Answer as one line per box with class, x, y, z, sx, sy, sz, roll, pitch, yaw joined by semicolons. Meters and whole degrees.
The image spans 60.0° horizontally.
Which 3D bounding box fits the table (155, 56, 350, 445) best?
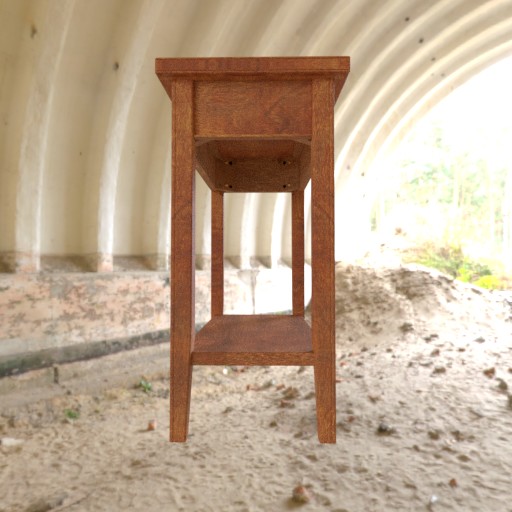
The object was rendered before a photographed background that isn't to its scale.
table;0.000;0.000;0.988;0.305;0.610;0.610;0;-1;1
